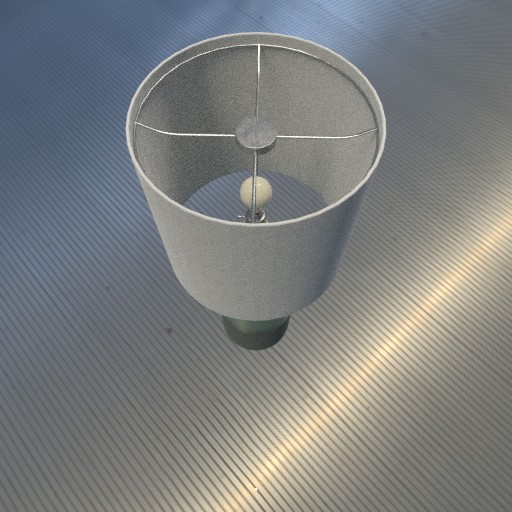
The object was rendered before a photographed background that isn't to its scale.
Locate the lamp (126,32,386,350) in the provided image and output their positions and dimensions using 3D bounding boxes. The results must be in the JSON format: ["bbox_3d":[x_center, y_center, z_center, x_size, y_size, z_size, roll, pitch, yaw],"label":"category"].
[{"bbox_3d":[0.000,0.000,0.581,0.212,0.493,0.212,1,62,1],"label":"lamp"}]
